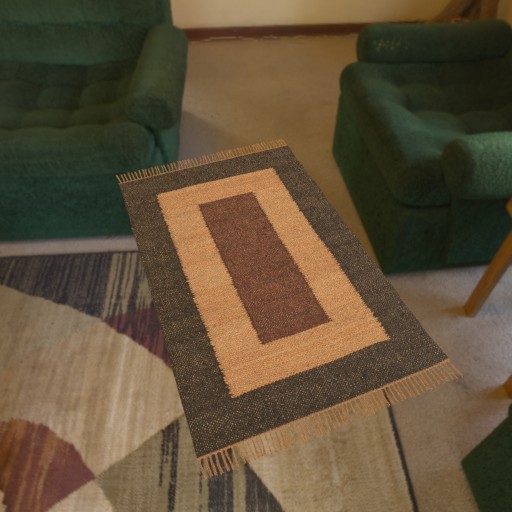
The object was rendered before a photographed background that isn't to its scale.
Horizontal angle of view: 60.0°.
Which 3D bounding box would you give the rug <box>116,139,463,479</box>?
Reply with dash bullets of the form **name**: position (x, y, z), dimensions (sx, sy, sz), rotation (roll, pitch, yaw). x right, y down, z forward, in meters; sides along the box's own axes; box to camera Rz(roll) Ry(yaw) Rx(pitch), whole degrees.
- **rug**: position (0.000, 0.000, 1.869), dimensions (0.920, 0.013, 1.541), rotation (-16, 50, -14)
